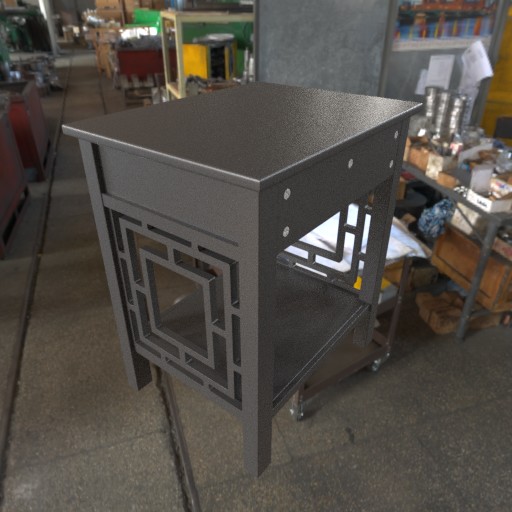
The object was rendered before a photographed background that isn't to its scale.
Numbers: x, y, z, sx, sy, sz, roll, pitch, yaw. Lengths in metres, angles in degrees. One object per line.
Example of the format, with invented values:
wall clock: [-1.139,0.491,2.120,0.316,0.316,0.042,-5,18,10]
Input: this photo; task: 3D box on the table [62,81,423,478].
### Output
table: [0.000,0.000,1.021,0.451,0.646,0.564,22,37,32]
